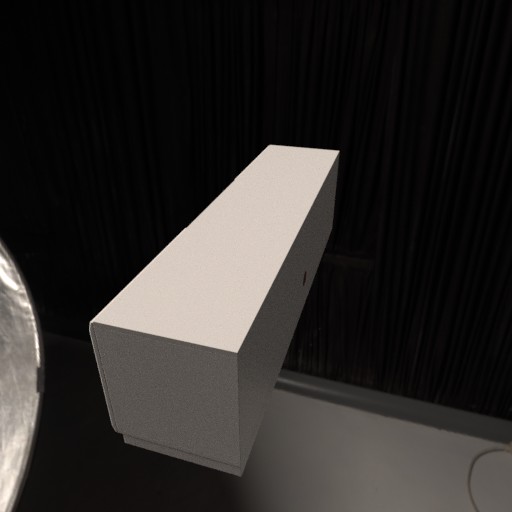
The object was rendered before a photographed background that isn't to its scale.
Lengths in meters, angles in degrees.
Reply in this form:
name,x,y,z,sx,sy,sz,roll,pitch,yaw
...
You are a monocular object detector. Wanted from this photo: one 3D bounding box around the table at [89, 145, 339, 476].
name,x,y,z,sx,sy,sz,roll,pitch,yaw
table,0.000,0.000,1.754,0.400,0.440,1.550,9,31,15
